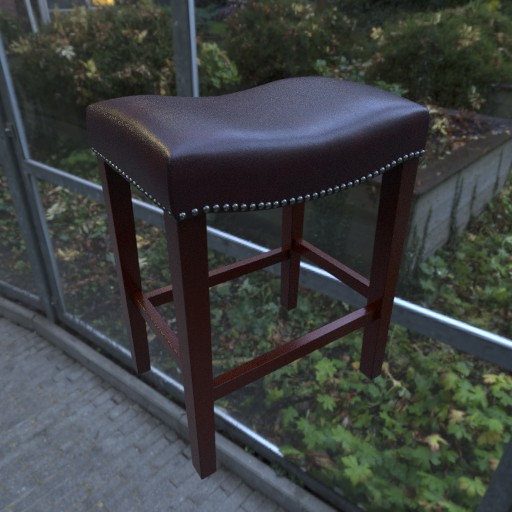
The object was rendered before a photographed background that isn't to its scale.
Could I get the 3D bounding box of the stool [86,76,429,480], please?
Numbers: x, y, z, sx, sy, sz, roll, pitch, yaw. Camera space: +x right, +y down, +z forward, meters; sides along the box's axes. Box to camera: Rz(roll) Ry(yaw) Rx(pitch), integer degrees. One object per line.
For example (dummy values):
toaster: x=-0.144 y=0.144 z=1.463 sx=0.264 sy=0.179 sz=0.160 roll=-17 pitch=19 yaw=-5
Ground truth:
stool: x=0.000 y=0.000 z=0.929 sx=0.504 sy=0.657 sz=0.372 roll=-19 pitch=35 yaw=-29
